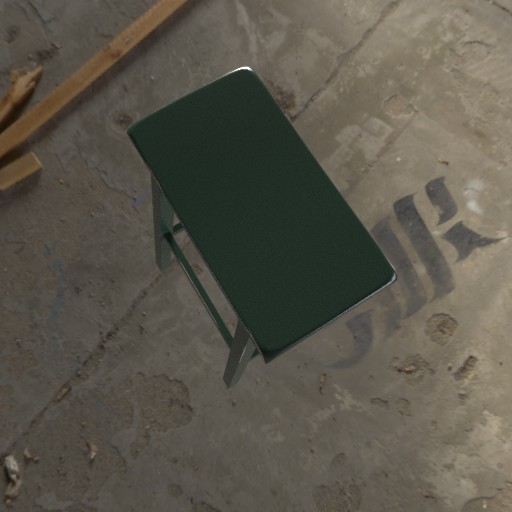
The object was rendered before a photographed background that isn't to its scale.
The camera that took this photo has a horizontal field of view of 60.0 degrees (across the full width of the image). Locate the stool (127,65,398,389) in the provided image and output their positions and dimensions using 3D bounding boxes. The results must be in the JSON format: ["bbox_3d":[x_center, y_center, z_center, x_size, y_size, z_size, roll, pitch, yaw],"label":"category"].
[{"bbox_3d":[0.000,0.000,1.054,0.476,0.737,0.457,-31,78,-7],"label":"stool"}]
